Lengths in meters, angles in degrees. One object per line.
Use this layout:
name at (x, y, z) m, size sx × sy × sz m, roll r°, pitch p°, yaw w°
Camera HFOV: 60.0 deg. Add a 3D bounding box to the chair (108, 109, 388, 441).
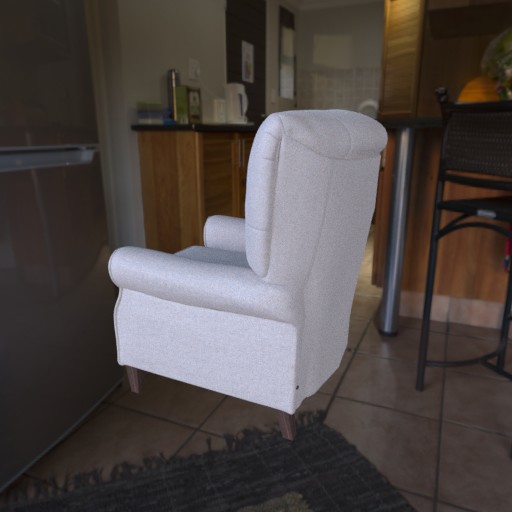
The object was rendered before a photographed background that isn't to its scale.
chair at (0.000, 0.000, 1.939) m, size 1.025 × 1.209 × 0.942 m, roll 8°, pitch 18°, yaw 25°
